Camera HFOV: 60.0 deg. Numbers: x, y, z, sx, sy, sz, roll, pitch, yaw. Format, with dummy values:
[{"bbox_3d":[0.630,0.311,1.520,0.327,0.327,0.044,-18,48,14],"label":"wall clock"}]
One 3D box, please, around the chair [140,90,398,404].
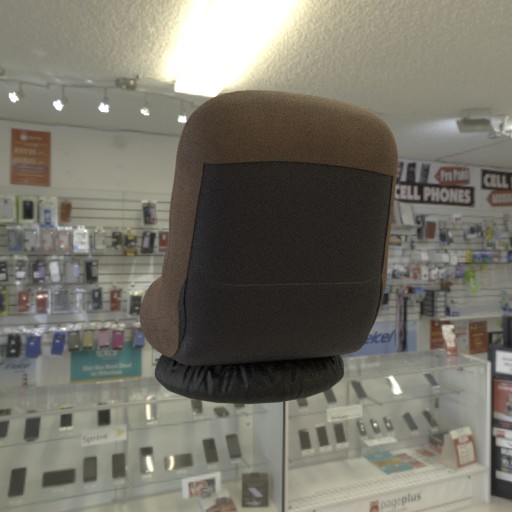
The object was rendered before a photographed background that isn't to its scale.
[{"bbox_3d":[0.000,0.000,1.039,0.521,0.594,0.597,0,0,-18],"label":"chair"}]
